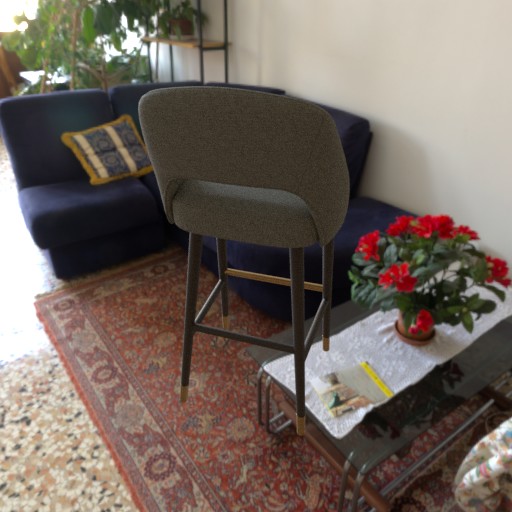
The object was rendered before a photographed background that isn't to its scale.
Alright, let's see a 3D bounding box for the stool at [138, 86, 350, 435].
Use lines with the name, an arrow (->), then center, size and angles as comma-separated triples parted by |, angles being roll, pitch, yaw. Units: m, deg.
stool -> 0.000, 0.000, 1.398 | 0.536, 1.089, 0.524 | 10, 32, 16
